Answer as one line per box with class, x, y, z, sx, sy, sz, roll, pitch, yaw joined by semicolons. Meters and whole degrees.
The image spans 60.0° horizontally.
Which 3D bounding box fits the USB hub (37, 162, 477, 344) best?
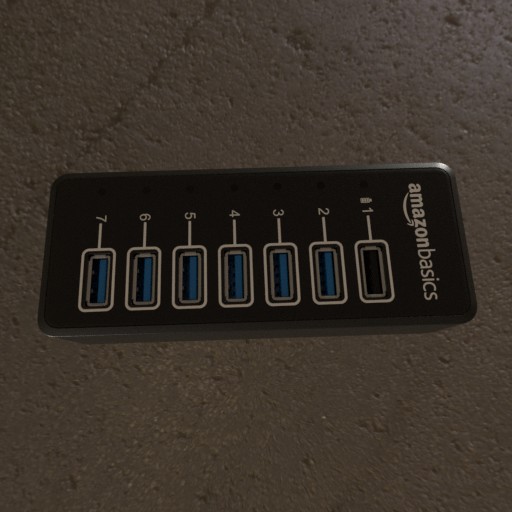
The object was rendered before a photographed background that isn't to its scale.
USB hub;0.000;0.000;0.125;0.110;0.023;0.044;-2;74;-1
